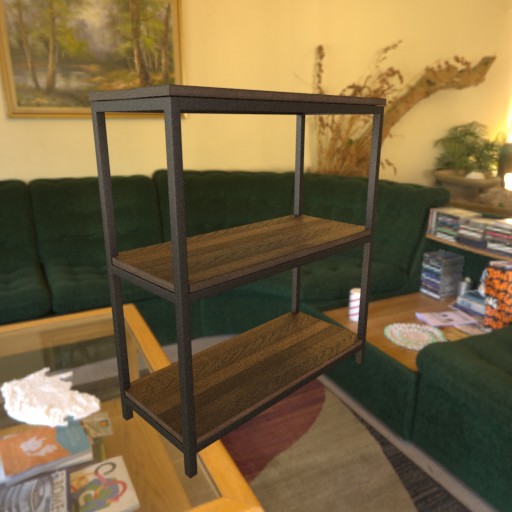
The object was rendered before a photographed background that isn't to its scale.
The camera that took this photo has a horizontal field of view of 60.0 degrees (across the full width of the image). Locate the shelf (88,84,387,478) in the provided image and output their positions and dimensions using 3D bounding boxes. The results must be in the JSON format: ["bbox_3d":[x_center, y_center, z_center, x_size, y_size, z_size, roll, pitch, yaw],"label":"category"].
[{"bbox_3d":[0.000,0.000,1.392,0.822,0.947,0.352,-16,23,-42],"label":"shelf"}]
